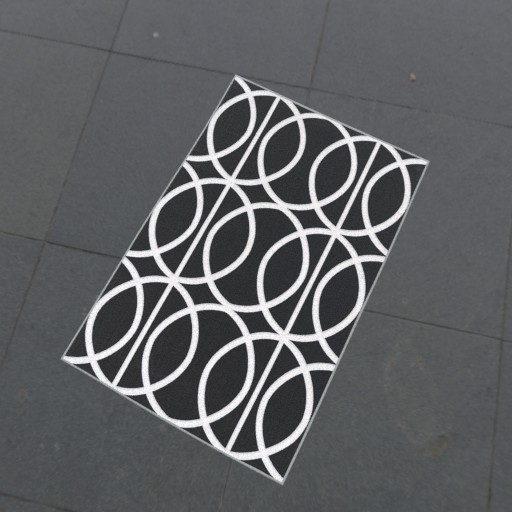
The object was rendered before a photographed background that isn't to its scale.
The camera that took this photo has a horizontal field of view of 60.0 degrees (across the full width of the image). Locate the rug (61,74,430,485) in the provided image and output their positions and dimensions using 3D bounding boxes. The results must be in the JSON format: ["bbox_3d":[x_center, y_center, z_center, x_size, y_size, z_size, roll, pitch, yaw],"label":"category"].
[{"bbox_3d":[0.000,0.000,2.876,1.526,0.014,2.290,26,77,7],"label":"rug"}]
